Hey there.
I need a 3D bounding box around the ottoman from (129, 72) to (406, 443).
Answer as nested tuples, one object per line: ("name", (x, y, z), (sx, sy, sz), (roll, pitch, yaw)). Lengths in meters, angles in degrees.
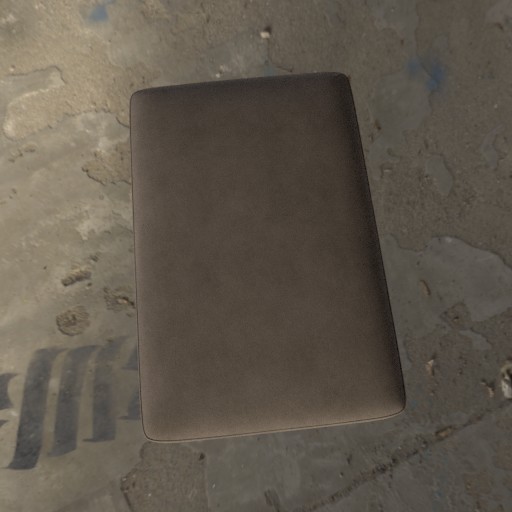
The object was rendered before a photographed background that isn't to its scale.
("ottoman", (0.000, 0.000, 1.197), (0.584, 0.483, 0.864), (-6, 76, -1))
